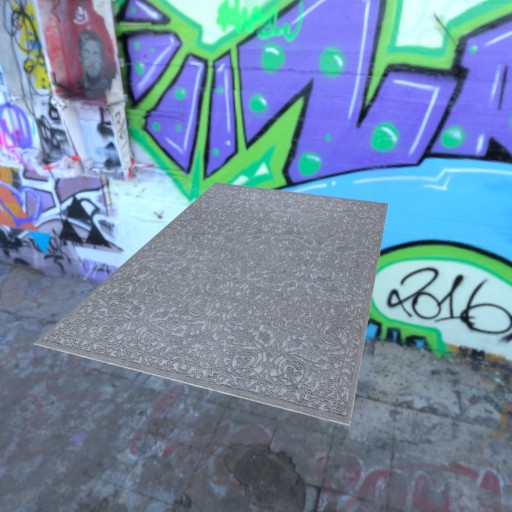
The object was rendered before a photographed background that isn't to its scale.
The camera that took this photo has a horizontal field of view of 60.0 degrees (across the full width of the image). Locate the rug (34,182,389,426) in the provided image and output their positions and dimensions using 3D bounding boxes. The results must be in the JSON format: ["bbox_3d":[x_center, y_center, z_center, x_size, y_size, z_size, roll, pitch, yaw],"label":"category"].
[{"bbox_3d":[0.000,0.000,2.309,1.221,0.006,1.827,9,32,16],"label":"rug"}]
